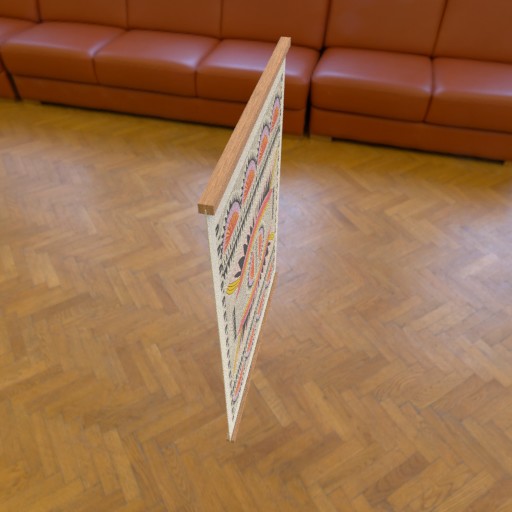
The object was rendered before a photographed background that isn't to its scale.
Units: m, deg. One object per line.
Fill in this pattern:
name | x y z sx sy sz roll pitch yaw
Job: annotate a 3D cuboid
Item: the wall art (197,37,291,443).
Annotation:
wall art | 0.000 0.000 1.363 0.028 1.016 0.765 9 47 9
